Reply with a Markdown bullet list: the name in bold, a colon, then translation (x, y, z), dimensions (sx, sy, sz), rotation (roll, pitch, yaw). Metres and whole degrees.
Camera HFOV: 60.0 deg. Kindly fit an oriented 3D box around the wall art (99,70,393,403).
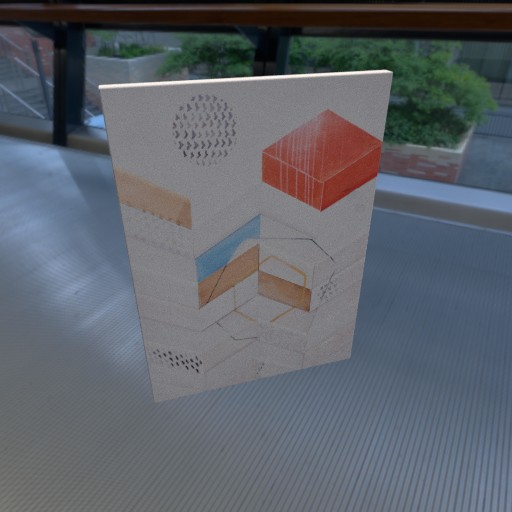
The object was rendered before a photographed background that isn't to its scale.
- **wall art**: translation (0.000, 0.000, 1.121), dimensions (0.613, 0.848, 0.036), rotation (-9, 33, -14)
